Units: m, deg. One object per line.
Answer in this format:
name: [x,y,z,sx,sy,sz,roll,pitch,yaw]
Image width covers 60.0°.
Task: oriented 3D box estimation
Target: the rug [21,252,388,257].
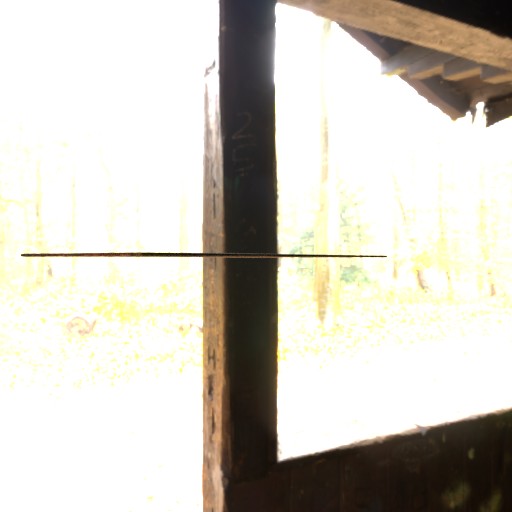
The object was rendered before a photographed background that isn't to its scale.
rug: [0.000,0.000,2.668,0.810,0.016,2.413,0,0,36]
